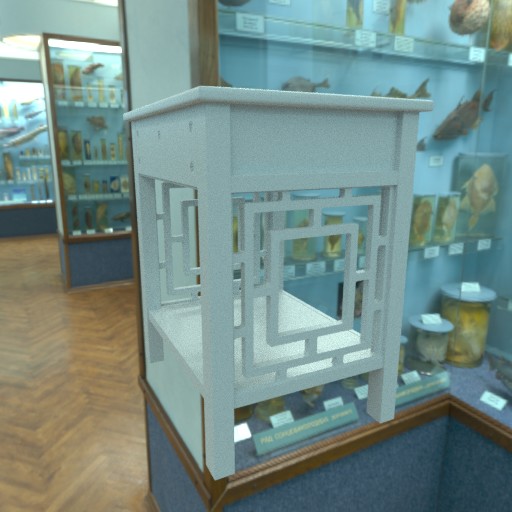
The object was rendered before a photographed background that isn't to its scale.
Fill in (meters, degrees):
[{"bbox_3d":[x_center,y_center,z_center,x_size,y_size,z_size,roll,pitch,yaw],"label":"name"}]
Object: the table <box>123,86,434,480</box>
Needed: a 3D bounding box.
[{"bbox_3d":[0.000,0.000,1.017,0.451,0.646,0.564,-7,15,-25],"label":"table"}]
